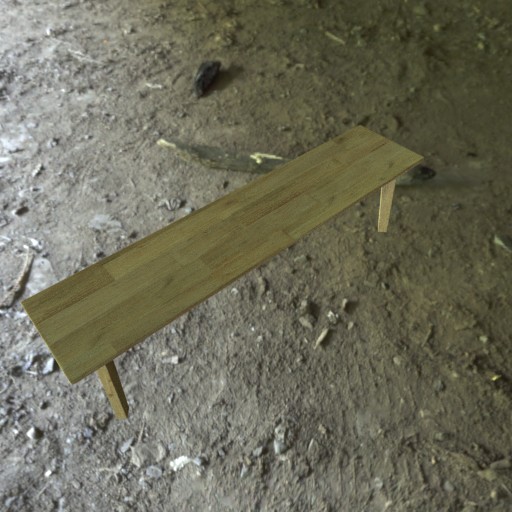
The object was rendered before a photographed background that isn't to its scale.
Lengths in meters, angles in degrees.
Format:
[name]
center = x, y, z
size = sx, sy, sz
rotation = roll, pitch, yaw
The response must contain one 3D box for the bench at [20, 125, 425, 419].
[bench]
center = 0.000, 0.000, 1.878
size = 1.698, 0.431, 0.378
rotation = -32, 54, -27
